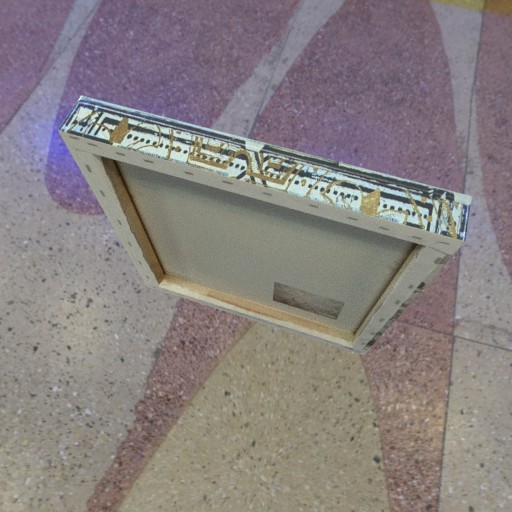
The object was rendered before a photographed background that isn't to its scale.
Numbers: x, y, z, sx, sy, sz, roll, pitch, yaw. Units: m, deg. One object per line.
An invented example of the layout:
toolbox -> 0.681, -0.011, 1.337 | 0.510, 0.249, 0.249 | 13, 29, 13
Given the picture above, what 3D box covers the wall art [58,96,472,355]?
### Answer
wall art -> 0.000, 0.000, 0.456 | 0.302, 0.306, 0.038 | 17, 65, 8
